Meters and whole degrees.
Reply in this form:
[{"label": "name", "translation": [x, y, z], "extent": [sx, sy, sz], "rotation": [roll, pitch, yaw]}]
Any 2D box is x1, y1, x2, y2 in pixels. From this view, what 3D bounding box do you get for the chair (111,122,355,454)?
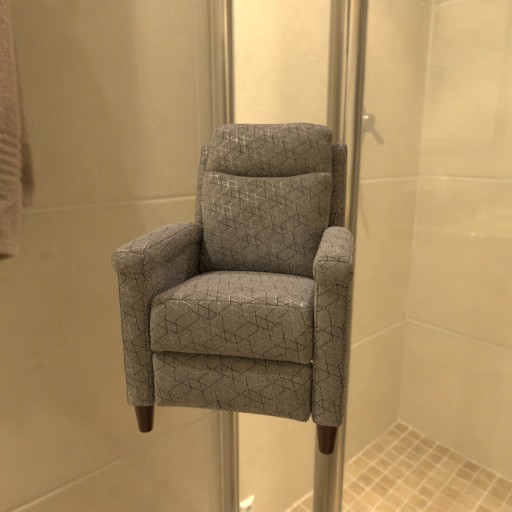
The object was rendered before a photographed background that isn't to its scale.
[{"label": "chair", "translation": [0.000, 0.000, 1.751], "extent": [0.753, 1.048, 0.987], "rotation": [2, 14, 10]}]
